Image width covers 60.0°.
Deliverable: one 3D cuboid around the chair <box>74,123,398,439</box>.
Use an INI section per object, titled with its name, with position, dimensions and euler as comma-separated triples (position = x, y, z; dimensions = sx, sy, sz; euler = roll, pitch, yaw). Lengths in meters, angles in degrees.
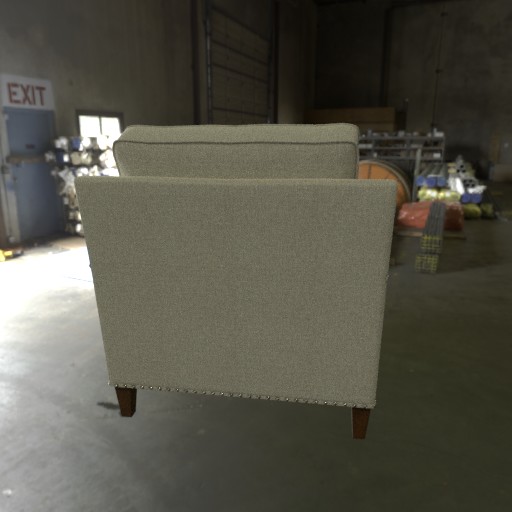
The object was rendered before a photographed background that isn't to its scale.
[chair]
position = 0.000, 0.000, 1.685
dimensions = 0.853, 0.943, 1.014
euler = 2, 15, 8
